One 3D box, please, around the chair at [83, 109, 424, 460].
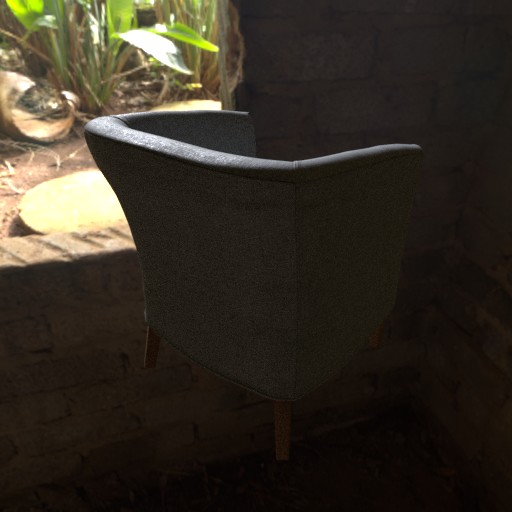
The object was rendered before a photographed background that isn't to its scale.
[{"bbox_3d":[0.000,0.000,1.185,0.600,0.771,0.668,22,38,32],"label":"chair"}]
